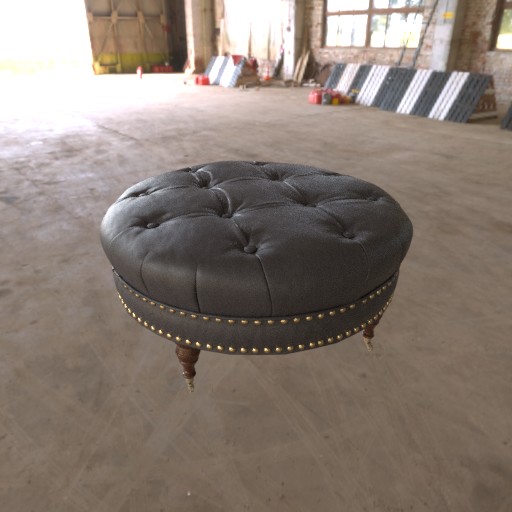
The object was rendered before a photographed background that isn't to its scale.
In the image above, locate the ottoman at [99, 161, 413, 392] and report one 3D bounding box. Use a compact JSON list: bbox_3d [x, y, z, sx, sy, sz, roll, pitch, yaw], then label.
[{"bbox_3d":[0.000,0.000,1.383,0.901,0.439,0.901,0,27,0],"label":"ottoman"}]
